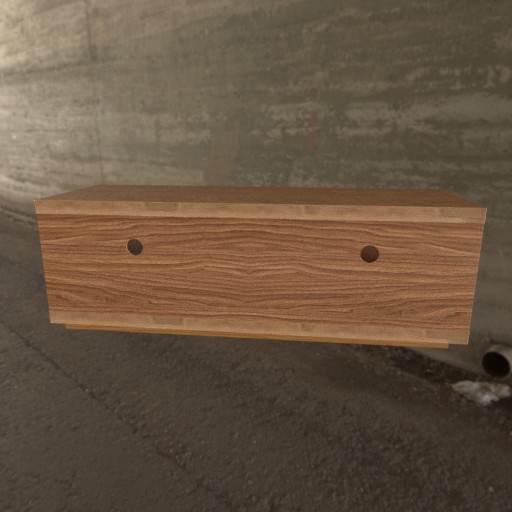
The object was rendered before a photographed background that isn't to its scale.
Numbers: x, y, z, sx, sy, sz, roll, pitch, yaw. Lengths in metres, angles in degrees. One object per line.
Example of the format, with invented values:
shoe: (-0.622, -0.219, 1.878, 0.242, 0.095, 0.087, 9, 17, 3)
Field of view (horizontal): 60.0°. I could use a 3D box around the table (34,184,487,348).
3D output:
table: (0.000, 0.000, 1.760, 1.499, 0.491, 0.499, 2, 15, 7)
